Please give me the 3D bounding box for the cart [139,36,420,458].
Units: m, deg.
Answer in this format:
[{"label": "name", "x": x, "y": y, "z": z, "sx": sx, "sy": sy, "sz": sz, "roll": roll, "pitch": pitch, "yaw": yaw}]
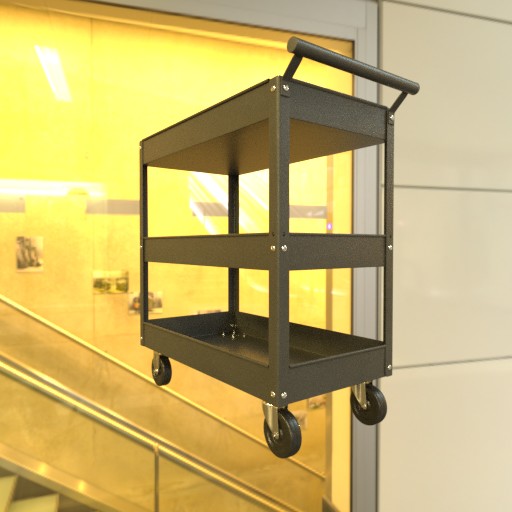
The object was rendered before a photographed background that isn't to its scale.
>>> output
[{"label": "cart", "x": 0.000, "y": 0.000, "z": 1.165, "sx": 0.366, "sy": 0.780, "sz": 0.719, "roll": -1, "pitch": 2, "yaw": -37}]
